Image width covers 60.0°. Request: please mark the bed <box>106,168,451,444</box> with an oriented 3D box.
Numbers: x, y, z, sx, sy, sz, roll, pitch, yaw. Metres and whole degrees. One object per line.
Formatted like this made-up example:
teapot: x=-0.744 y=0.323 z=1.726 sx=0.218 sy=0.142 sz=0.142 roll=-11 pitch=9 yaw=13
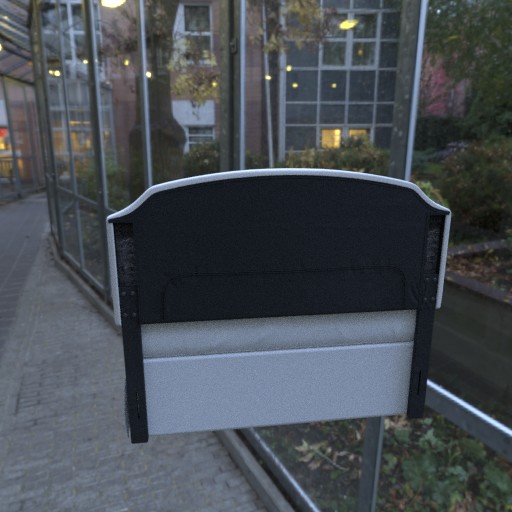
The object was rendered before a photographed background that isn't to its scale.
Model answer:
bed: x=0.000 y=0.000 z=2.980 sx=1.558 sy=1.270 sz=1.999 roll=-2 pitch=15 yaw=-8
